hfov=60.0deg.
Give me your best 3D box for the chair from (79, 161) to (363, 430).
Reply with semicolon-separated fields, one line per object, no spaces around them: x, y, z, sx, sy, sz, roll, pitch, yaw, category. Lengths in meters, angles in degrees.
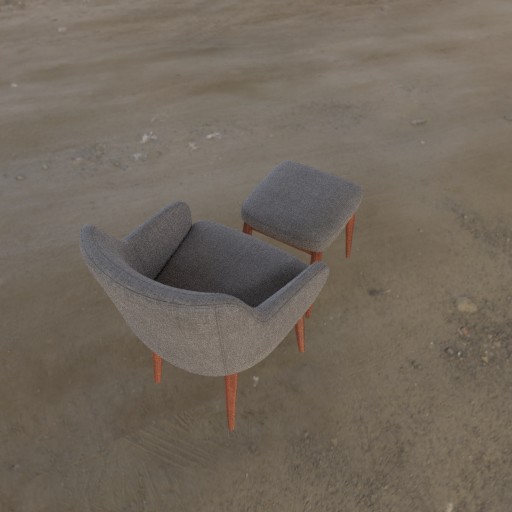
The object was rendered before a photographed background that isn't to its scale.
0.000;0.000;1.572;0.584;0.799;1.107;25;51;21;chair
